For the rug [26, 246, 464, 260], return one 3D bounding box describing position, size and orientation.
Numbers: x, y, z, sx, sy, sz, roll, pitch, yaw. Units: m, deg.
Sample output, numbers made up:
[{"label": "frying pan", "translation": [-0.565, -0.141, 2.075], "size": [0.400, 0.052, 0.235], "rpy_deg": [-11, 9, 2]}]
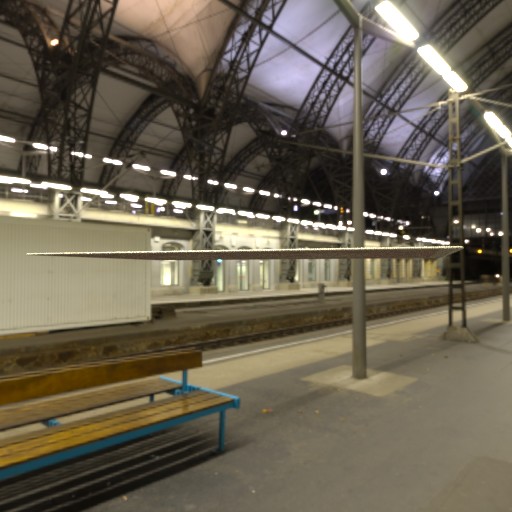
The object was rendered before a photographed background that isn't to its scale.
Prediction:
[{"label": "rug", "translation": [0.000, 0.000, 1.079], "size": [0.868, 0.004, 0.556], "rpy_deg": [-1, -2, 19]}]
